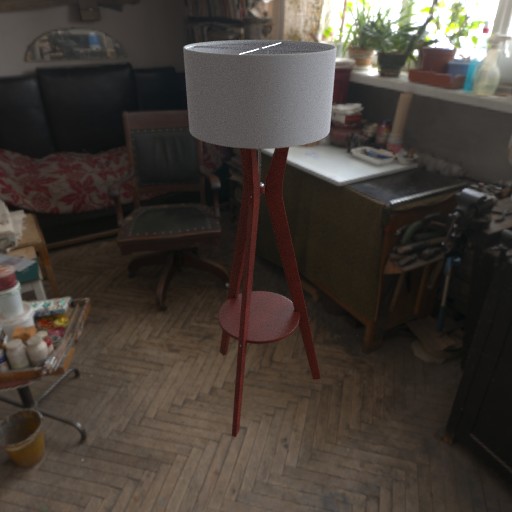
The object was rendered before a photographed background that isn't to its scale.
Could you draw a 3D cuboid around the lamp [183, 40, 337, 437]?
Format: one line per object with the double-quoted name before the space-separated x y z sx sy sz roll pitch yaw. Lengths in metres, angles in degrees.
"lamp" 0.000 0.000 1.721 0.539 1.472 0.542 11 32 17
